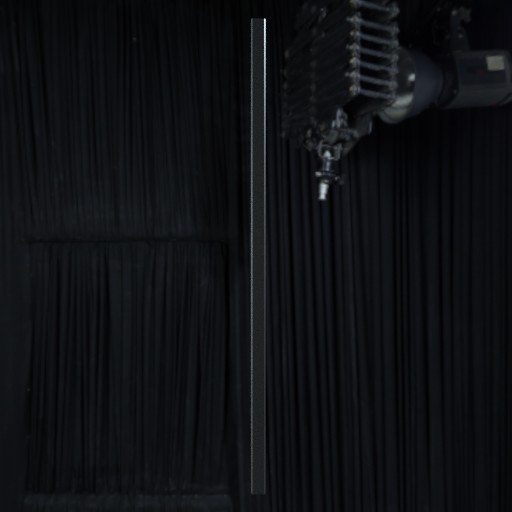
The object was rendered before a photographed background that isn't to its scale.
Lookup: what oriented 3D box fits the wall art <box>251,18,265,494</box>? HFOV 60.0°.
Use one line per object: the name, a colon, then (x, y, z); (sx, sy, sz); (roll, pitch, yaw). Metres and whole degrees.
wall art: (0.000, 0.000, 1.344); (0.030, 1.027, 0.774); (0, 0, -1)
